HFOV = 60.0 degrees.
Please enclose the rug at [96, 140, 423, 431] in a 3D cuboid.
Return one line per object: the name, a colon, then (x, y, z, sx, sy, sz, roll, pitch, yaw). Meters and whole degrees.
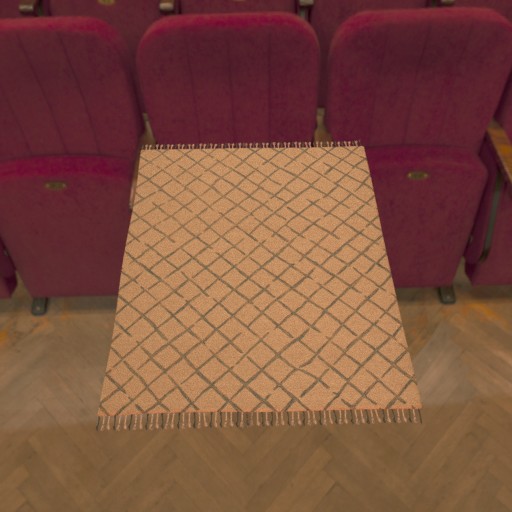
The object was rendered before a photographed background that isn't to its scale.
rug: (0.000, 0.000, 4.839, 2.892, 0.036, 3.585, -1, 57, -1)
